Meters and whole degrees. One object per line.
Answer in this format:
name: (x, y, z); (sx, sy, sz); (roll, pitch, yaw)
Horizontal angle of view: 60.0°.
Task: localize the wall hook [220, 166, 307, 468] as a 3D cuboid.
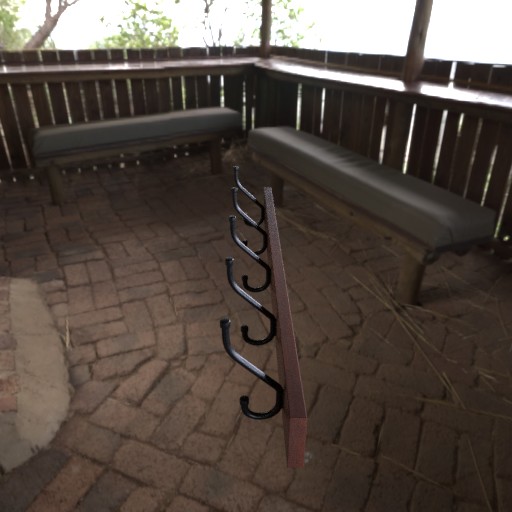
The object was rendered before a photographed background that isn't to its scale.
wall hook: (0.000, 0.000, 0.608); (0.071, 0.117, 0.571); (-1, 27, -1)
